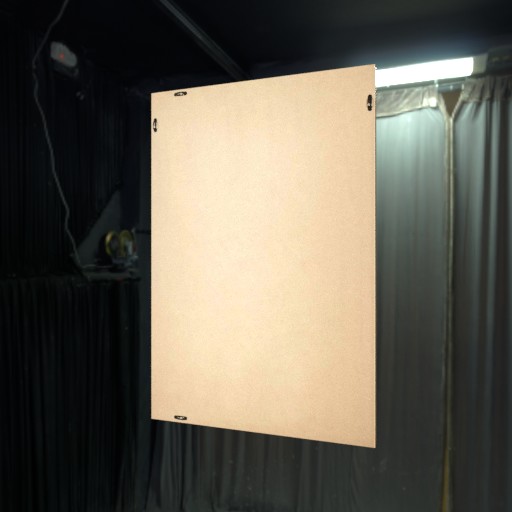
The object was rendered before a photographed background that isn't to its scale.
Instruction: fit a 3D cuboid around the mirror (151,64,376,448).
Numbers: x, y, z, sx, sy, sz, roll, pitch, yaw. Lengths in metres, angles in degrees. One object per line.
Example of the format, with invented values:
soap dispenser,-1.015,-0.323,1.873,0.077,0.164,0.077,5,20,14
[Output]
mirror,0.000,0.000,1.166,0.609,0.915,0.041,0,0,18
